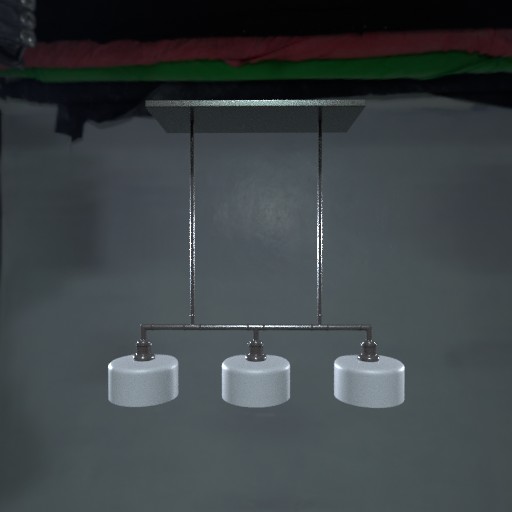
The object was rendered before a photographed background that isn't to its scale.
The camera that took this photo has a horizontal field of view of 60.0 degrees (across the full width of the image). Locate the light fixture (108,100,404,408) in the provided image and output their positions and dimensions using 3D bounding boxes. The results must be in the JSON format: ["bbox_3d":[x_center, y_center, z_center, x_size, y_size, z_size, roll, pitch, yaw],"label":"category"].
[{"bbox_3d":[0.000,0.000,0.880,0.582,0.557,0.177,0,1,1],"label":"light fixture"}]
